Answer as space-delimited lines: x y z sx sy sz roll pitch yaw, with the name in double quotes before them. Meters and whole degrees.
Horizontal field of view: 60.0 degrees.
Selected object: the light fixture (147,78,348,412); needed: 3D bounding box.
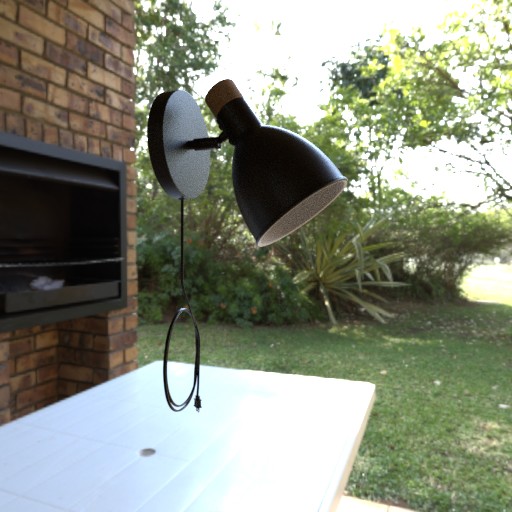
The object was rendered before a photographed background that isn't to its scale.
"light fixture" 0.000 0.000 0.502 0.203 0.401 0.127 0 1 17
